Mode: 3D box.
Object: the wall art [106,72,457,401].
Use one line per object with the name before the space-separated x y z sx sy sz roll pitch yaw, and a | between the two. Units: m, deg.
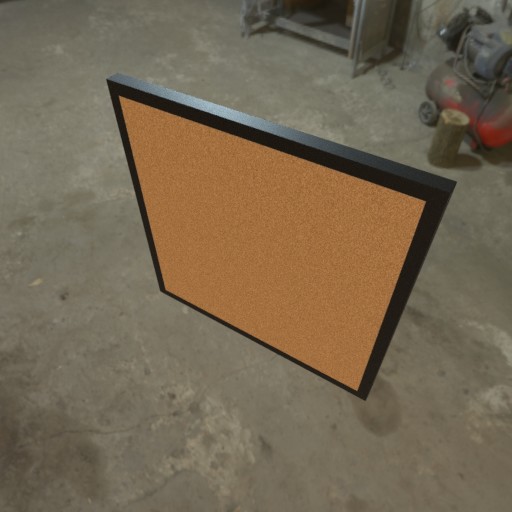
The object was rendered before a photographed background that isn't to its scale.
wall art | 0.000 0.000 1.144 0.765 0.765 0.038 24 52 21
